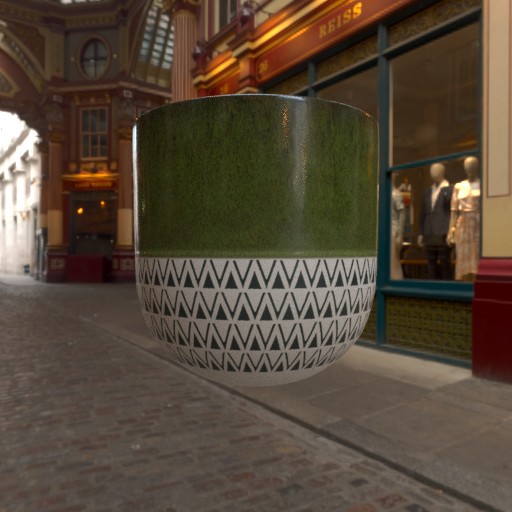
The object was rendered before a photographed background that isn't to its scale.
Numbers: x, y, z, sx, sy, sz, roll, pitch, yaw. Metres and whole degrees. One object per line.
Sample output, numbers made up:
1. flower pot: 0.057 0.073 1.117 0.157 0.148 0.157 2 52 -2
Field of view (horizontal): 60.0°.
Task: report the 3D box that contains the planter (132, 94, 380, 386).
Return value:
1. planter: 0.000 0.000 0.497 0.266 0.270 0.266 0 1 0
